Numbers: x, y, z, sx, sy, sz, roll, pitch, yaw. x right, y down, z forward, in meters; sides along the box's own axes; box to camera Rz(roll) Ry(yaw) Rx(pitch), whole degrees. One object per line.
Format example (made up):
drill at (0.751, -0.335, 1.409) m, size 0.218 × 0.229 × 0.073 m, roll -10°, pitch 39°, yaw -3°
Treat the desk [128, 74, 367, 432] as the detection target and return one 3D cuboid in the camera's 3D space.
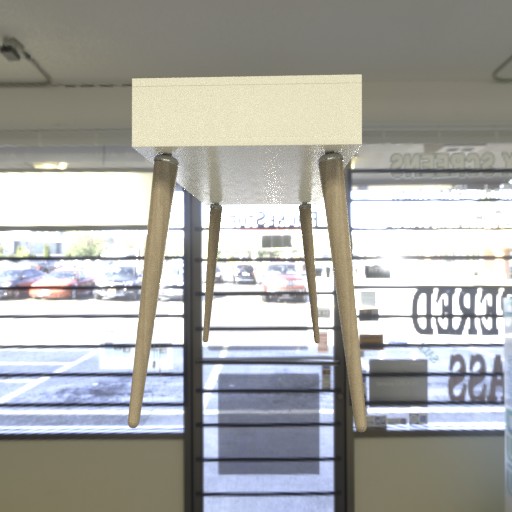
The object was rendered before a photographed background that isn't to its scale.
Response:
desk at (0.000, 0.000, 1.390) m, size 0.491 × 0.723 × 0.979 m, roll 0°, pitch -1°, yaw 2°
